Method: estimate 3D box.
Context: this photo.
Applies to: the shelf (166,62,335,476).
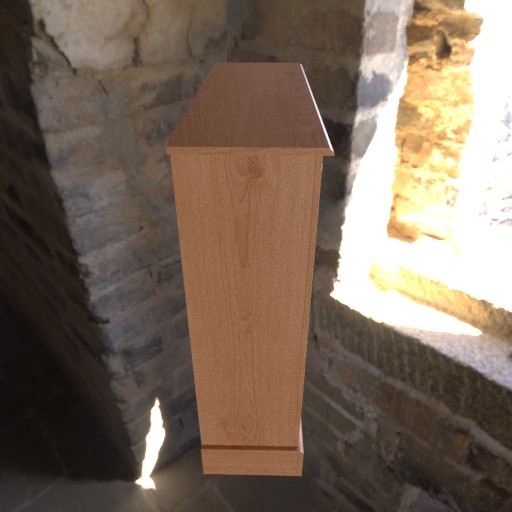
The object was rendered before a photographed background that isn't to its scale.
[{"bbox_3d":[0.000,0.000,1.376,0.291,0.980,0.840,1,33,1],"label":"shelf"}]
